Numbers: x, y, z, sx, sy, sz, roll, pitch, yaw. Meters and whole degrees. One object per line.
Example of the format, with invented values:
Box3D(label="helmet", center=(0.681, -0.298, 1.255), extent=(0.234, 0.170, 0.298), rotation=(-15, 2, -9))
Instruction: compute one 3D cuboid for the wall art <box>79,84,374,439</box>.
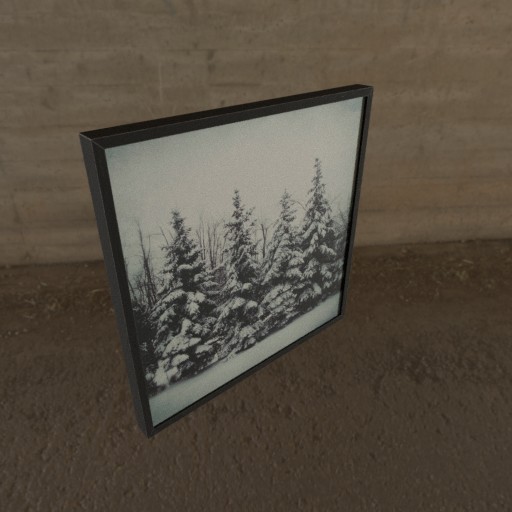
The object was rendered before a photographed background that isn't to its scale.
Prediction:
Box3D(label="wall art", center=(0.000, 0.000, 0.768), extent=(0.506, 0.506, 0.036), rotation=(-23, 38, -34))
